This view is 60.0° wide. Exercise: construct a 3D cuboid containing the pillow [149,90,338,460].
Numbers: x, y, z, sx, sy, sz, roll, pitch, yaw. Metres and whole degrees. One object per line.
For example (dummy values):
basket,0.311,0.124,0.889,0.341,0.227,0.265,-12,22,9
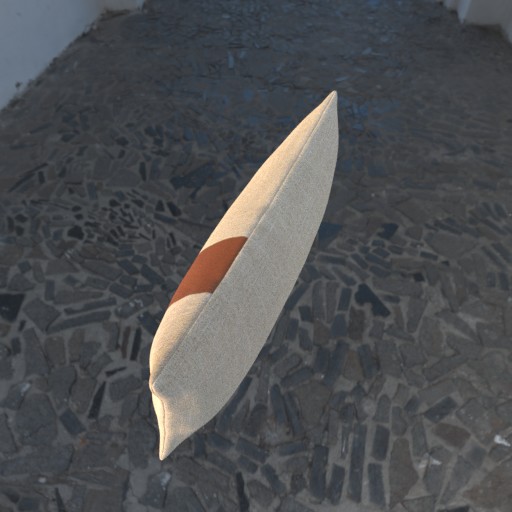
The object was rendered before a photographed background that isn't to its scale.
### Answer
pillow,0.000,0.000,0.712,0.155,0.282,0.612,17,50,15
